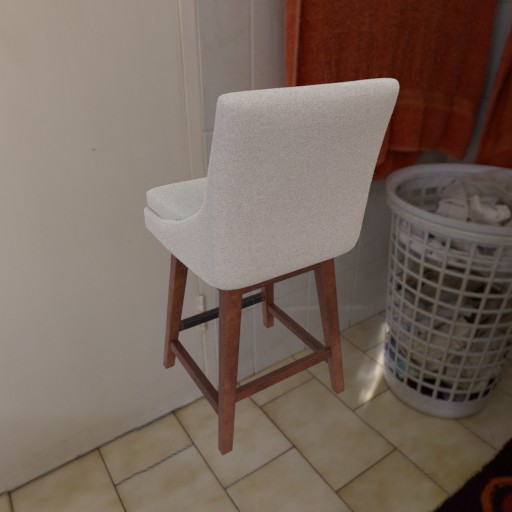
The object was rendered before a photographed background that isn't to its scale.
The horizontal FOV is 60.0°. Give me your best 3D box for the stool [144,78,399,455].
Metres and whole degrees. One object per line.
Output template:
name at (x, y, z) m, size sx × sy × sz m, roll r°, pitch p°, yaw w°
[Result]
stool at (0.000, 0.000, 1.284) m, size 0.469 × 0.991 × 0.559 m, roll -17°, pitch 33°, yaw -28°
